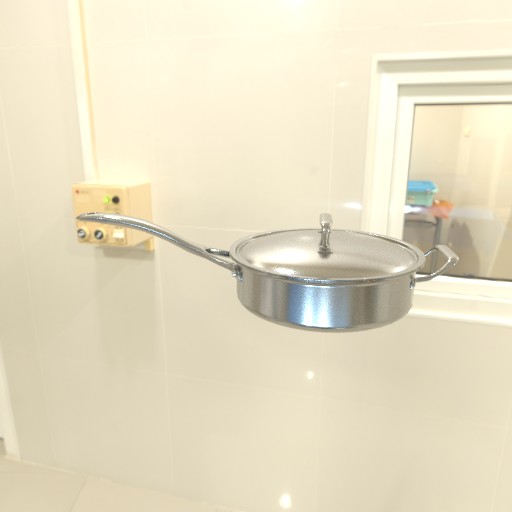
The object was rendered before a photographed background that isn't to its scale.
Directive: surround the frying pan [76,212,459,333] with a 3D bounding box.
[{"bbox_3d":[0.000,0.000,0.586,0.492,0.111,0.245,2,16,7],"label":"frying pan"}]
